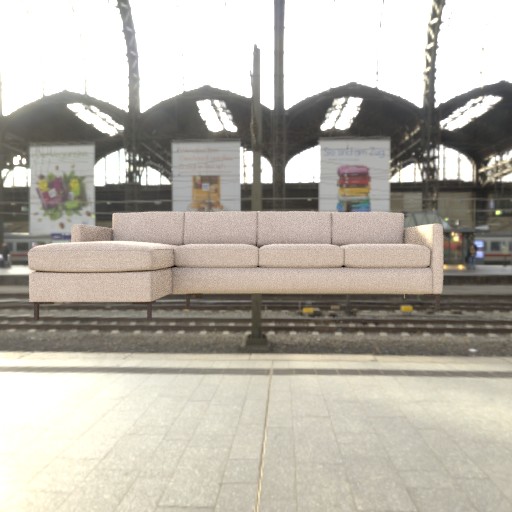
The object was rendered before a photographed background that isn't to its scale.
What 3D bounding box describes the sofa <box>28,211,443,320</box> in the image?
[{"bbox_3d":[0.000,0.000,3.521,2.923,0.816,1.469,0,1,1],"label":"sofa"}]
